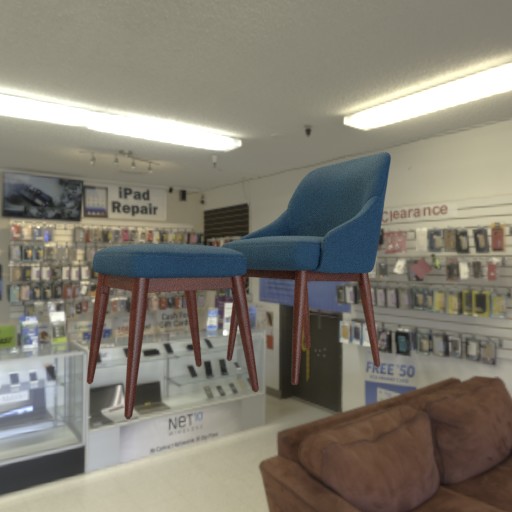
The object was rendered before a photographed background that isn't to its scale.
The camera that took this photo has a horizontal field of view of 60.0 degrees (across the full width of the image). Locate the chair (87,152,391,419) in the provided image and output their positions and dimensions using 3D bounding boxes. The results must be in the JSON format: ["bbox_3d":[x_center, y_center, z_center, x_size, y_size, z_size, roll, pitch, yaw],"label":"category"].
[{"bbox_3d":[0.000,0.000,1.649,1.114,0.866,0.584,0,0,-35],"label":"chair"}]
